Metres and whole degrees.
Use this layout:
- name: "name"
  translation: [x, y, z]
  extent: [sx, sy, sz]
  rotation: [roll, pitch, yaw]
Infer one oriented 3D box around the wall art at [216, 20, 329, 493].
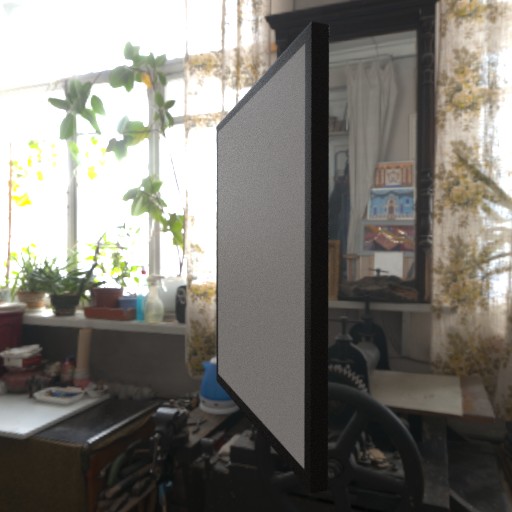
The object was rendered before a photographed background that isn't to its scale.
- name: "wall art"
  translation: [0.000, 0.000, 0.683]
  extent: [0.021, 0.509, 0.430]
  rotation: [0, 1, -19]
